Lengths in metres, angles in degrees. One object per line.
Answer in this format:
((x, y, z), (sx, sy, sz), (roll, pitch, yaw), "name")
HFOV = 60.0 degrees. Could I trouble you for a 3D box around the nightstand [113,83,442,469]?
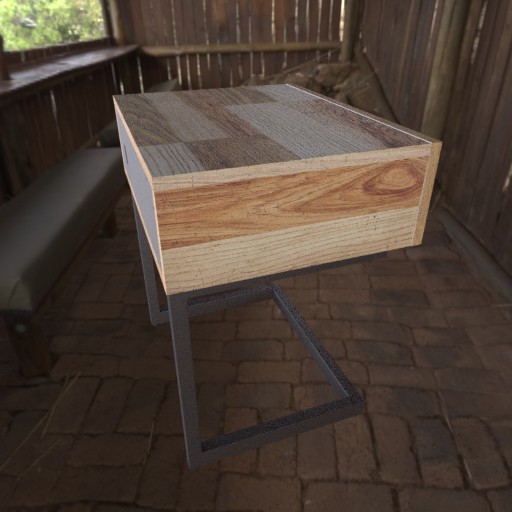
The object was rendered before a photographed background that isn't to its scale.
((0.000, 0.000, 1.005), (0.481, 0.632, 0.558), (-11, 32, -17), "nightstand")
